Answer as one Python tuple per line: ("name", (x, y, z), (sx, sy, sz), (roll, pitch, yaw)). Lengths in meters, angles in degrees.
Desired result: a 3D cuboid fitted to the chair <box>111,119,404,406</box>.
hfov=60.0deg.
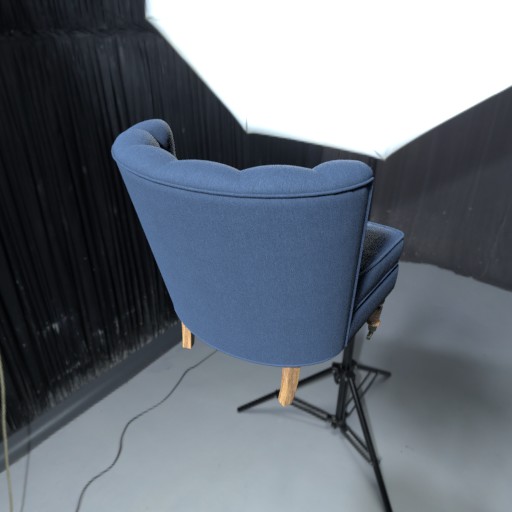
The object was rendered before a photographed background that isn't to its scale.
("chair", (0.000, 0.000, 1.364), (0.740, 0.771, 0.718), (21, 36, 32))
